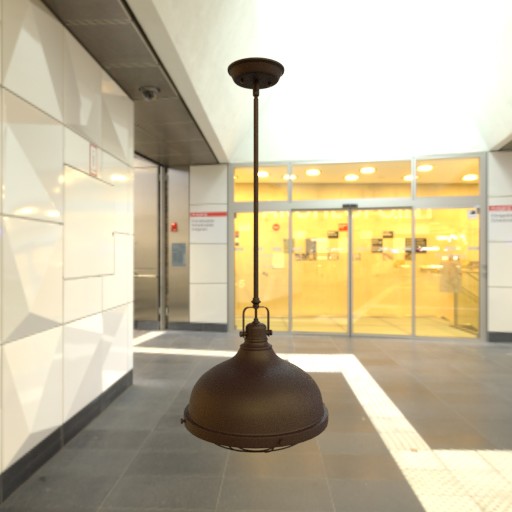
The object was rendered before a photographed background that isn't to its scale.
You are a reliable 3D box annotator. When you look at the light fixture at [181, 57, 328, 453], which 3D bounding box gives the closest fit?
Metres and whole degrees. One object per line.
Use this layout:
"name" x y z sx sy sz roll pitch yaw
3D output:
"light fixture" 0.000 0.000 1.011 0.341 0.849 0.341 0 0 -17
